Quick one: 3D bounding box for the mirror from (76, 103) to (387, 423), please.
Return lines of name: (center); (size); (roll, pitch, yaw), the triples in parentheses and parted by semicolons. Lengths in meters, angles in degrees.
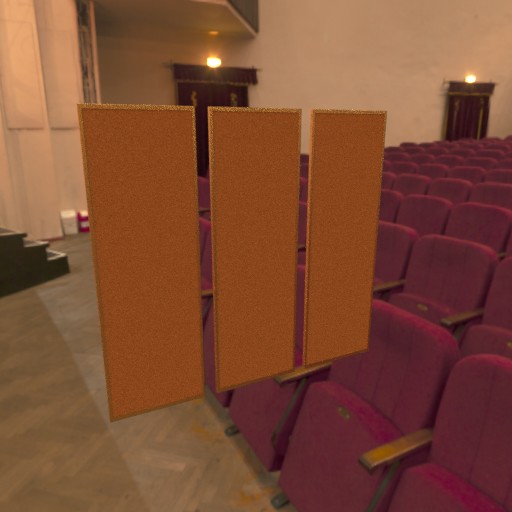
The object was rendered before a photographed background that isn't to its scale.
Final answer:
mirror: (0.000, 0.000, 1.460); (1.011, 0.926, 0.023); (-8, 18, -26)
